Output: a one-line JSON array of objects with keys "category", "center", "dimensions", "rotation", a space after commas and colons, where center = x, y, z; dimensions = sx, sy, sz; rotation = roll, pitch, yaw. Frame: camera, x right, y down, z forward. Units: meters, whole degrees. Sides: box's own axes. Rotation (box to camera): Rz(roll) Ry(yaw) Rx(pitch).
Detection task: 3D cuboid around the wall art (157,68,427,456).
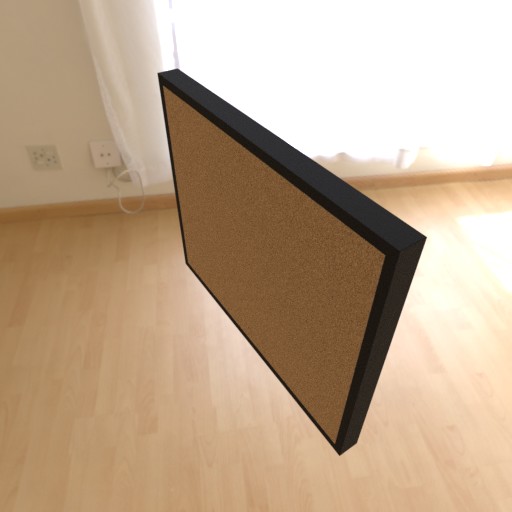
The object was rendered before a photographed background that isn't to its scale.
[{"category": "wall art", "center": [0.000, 0.000, 0.541], "dimensions": [0.028, 0.325, 0.397], "rotation": [-24, 48, -24]}]
